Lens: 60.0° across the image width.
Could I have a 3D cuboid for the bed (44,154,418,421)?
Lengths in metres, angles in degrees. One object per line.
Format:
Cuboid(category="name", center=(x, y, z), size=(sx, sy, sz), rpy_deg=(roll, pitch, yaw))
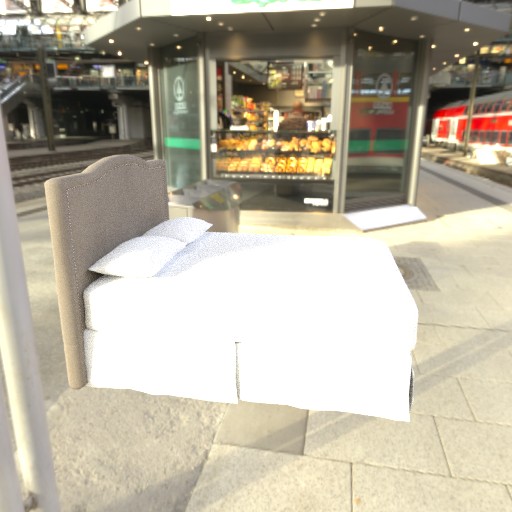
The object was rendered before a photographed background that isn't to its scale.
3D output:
Cuboid(category="bed", center=(0.000, 0.000, 3.271), size=(2.128, 1.441, 1.744), rpy_deg=(3, 16, 9))
